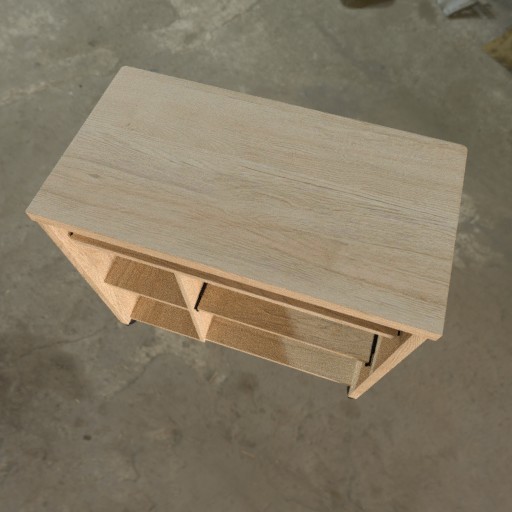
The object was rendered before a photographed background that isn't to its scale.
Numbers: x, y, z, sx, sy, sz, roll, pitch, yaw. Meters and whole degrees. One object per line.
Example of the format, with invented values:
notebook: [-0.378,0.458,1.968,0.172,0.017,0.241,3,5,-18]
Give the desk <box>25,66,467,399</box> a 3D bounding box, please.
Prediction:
desk: [0.000,0.000,1.333,0.885,0.770,0.480,16,64,8]
